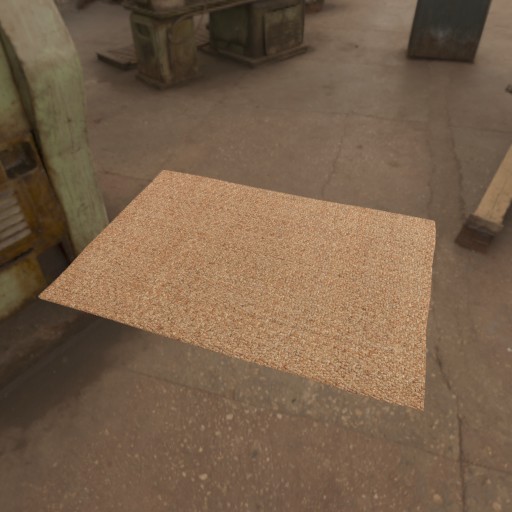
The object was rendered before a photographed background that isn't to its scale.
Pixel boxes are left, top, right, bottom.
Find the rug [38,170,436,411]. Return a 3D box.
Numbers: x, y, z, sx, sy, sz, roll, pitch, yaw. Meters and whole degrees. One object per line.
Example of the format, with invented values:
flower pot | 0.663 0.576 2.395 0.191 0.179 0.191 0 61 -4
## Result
rug | 0.000 0.000 2.810 2.141 0.013 1.566 13 42 14
